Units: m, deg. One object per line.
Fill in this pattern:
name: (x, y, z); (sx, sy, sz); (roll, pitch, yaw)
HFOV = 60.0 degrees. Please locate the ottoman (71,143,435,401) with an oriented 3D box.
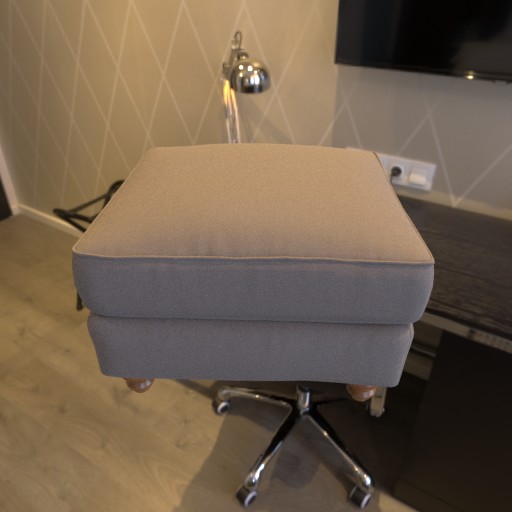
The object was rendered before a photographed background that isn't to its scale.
ottoman: (0.000, 0.000, 1.182); (0.721, 0.505, 0.662); (1, 32, 2)
